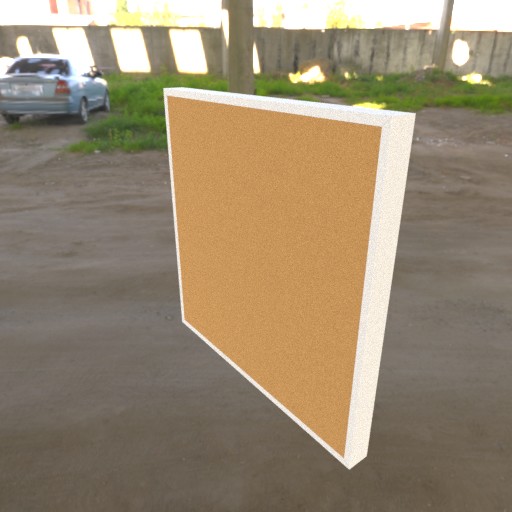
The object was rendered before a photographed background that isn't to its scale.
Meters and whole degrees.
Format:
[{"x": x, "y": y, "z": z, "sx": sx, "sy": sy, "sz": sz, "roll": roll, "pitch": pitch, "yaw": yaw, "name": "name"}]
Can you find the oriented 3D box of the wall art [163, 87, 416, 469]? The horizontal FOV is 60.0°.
[{"x": 0.000, "y": 0.000, "z": 0.450, "sx": 0.024, "sy": 0.304, "sz": 0.304, "roll": -18, "pitch": 30, "yaw": -34, "name": "wall art"}]
